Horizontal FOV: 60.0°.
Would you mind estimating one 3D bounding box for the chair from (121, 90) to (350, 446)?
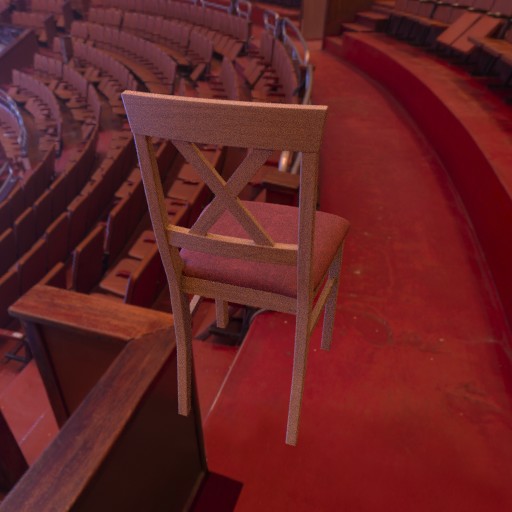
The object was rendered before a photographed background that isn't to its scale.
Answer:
[{"bbox_3d":[0.000,0.000,1.178,0.439,0.912,0.492,10,34,15],"label":"chair"}]
